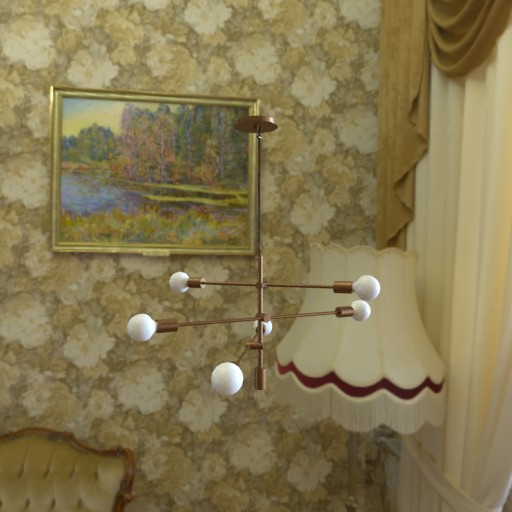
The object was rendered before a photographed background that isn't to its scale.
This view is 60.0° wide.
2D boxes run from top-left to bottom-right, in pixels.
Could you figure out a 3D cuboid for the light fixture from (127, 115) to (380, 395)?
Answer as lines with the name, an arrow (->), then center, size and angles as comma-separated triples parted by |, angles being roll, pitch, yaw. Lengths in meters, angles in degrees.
light fixture -> 0.000, 0.000, 1.239 | 0.637, 0.744, 0.682 | 0, 0, 36
